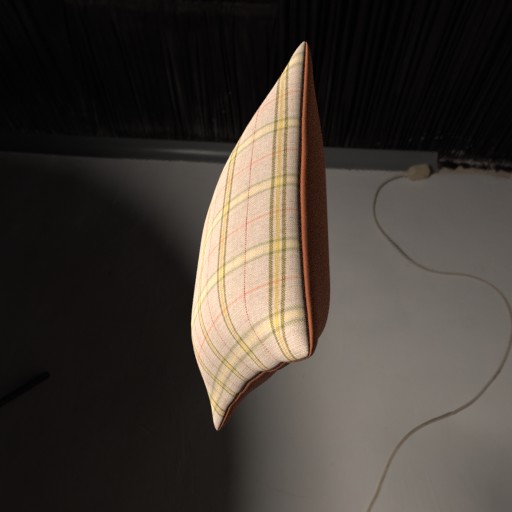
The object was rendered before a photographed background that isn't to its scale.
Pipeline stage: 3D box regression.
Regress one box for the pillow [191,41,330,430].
[{"bbox_3d":[0.000,0.000,0.686,0.200,0.430,0.453,2,59,1],"label":"pillow"}]
